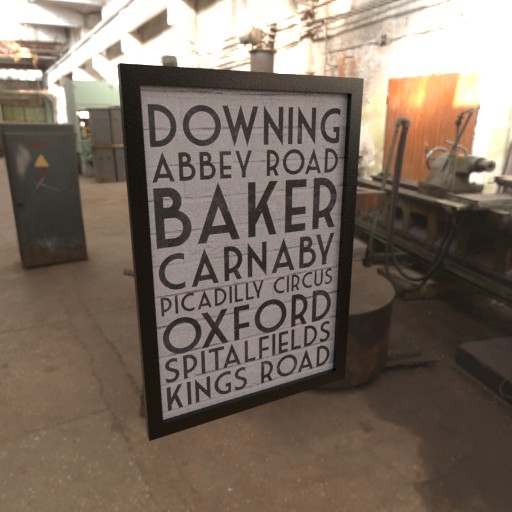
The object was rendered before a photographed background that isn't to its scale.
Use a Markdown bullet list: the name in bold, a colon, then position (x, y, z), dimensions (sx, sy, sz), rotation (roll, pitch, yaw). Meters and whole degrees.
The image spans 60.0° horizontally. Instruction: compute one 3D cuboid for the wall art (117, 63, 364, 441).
- **wall art**: position (0.000, 0.000, 0.852), dimensions (0.462, 0.656, 0.019), rotation (-8, 18, -27)
